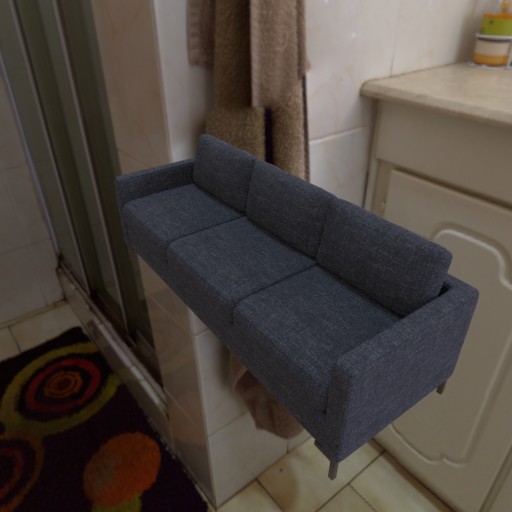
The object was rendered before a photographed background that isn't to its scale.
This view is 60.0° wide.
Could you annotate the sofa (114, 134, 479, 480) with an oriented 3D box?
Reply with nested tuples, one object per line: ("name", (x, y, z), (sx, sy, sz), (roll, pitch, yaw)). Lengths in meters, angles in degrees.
("sofa", (0.000, 0.000, 2.609), (0.859, 0.874, 2.218), (-22, 39, -30))
